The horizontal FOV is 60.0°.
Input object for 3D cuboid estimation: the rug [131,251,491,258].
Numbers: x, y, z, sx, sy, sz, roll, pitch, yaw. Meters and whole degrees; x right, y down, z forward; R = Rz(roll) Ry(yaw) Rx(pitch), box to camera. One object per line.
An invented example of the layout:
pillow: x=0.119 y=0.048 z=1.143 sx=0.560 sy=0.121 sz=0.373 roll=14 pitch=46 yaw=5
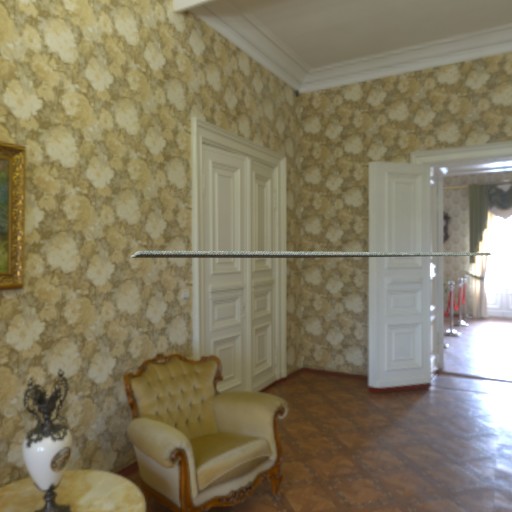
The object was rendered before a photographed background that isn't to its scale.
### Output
rug: x=0.000 y=0.000 z=2.874 sx=1.547 sy=0.013 sz=2.283 roll=0 pitch=-1 yaw=-16
